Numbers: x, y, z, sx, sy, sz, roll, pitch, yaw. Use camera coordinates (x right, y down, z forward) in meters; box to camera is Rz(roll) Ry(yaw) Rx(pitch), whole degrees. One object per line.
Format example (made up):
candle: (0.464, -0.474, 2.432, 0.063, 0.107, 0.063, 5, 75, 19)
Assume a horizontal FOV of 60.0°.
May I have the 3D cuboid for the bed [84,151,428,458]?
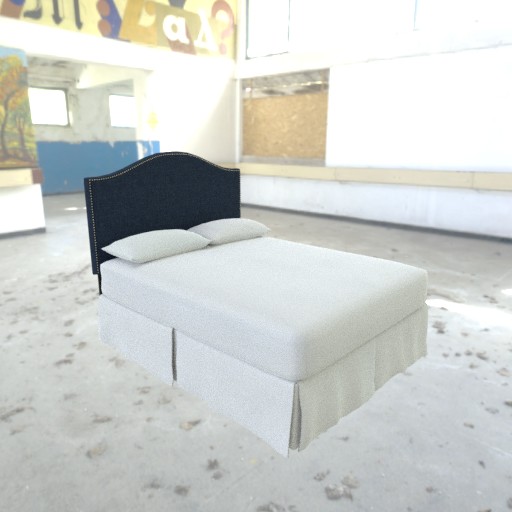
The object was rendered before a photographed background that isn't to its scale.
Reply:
bed: (0.000, 0.000, 3.373, 2.153, 1.518, 1.725, 13, 20, 41)
